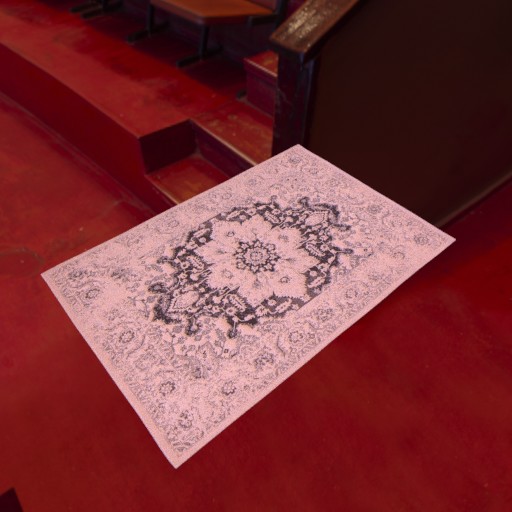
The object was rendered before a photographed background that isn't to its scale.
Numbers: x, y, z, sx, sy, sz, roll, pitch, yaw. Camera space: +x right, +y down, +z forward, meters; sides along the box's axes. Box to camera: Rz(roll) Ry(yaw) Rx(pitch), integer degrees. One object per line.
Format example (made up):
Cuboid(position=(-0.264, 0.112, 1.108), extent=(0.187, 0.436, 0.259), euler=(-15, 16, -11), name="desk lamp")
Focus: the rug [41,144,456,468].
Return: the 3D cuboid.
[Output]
Cuboid(position=(0.000, 0.000, 2.313), extent=(1.813, 0.008, 1.223), euler=(-32, 54, -27), name="rug")
